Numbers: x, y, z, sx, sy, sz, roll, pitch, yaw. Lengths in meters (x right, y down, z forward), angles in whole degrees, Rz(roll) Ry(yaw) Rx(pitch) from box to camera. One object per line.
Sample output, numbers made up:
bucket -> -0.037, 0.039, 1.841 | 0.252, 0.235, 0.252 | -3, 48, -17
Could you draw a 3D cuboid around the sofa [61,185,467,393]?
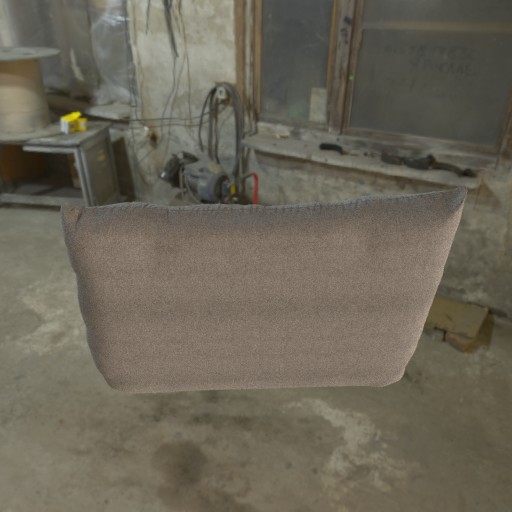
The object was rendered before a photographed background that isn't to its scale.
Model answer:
sofa -> 0.000, 0.000, 1.689 | 1.144, 0.795, 0.847 | -1, 30, -2
